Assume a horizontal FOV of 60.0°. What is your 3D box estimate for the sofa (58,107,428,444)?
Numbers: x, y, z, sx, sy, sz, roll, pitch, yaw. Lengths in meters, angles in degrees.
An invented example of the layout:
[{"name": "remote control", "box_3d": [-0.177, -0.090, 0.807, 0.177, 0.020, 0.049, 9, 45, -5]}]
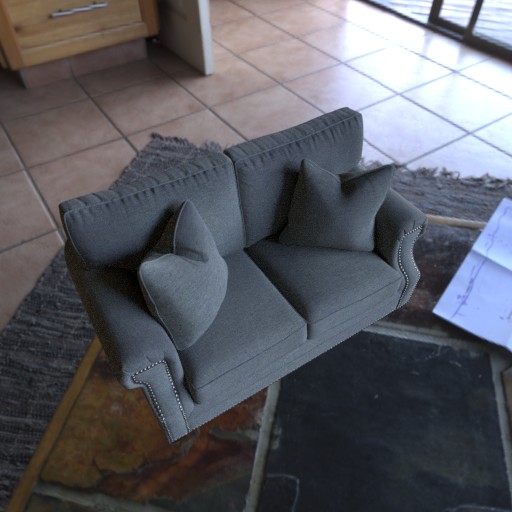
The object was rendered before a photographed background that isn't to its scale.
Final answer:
[{"name": "sofa", "box_3d": [0.000, 0.000, 2.280, 1.701, 0.966, 0.966, -25, 52, -21]}]
